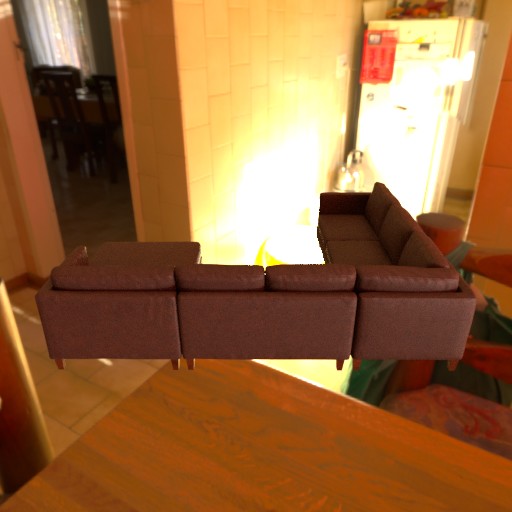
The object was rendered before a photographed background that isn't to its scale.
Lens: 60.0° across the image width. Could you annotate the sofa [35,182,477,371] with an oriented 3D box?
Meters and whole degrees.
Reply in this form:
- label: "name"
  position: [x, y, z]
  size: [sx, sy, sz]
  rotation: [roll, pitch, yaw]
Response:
- label: "sofa"
  position: [0.000, 0.000, 4.656]
  size: [3.460, 0.923, 2.593]
  rotation: [0, 26, 0]
